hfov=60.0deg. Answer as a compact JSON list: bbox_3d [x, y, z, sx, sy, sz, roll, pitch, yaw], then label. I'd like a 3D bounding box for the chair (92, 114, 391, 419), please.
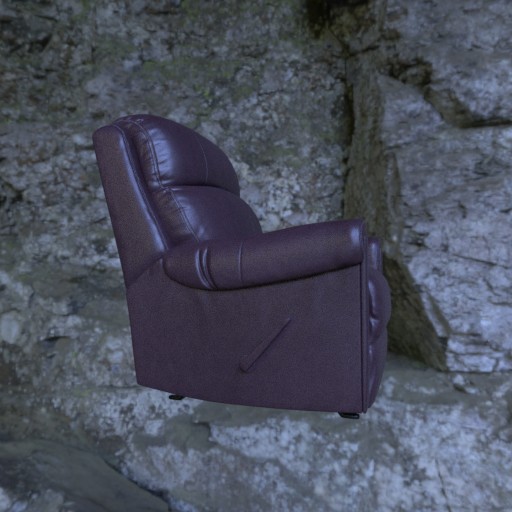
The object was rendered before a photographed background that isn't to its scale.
[{"bbox_3d":[0.000,0.000,1.756,1.014,1.054,0.838,-1,-2,19],"label":"chair"}]
